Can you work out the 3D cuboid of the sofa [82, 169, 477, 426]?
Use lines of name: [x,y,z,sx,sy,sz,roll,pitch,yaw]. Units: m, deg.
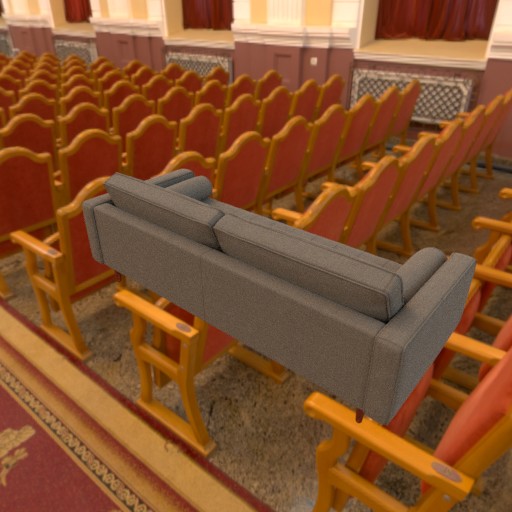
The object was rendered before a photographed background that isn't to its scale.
sofa: [0.000,0.000,2.638,2.198,0.762,0.914,23,37,34]
